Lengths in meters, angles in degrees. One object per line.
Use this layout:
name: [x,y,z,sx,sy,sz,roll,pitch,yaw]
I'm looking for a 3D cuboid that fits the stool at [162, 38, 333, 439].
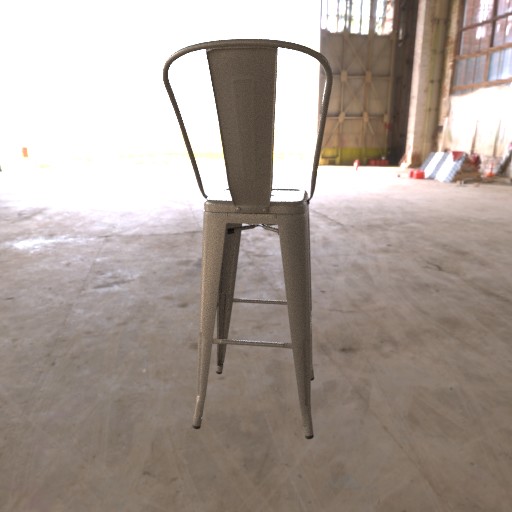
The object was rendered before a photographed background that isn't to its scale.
stool: [0.000,0.000,1.324,0.399,1.096,0.513,2,16,7]
